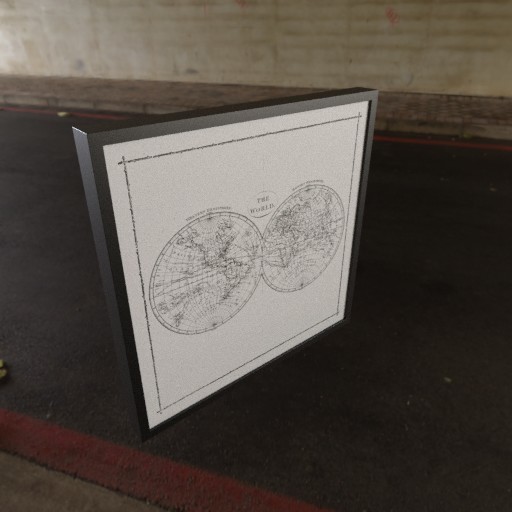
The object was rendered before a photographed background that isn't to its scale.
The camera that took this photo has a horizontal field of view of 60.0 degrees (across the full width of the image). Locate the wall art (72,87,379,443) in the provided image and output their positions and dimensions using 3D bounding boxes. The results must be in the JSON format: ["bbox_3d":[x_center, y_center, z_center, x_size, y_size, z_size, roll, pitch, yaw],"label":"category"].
[{"bbox_3d":[0.000,0.000,0.485,0.327,0.318,0.029,-21,35,-34],"label":"wall art"}]
